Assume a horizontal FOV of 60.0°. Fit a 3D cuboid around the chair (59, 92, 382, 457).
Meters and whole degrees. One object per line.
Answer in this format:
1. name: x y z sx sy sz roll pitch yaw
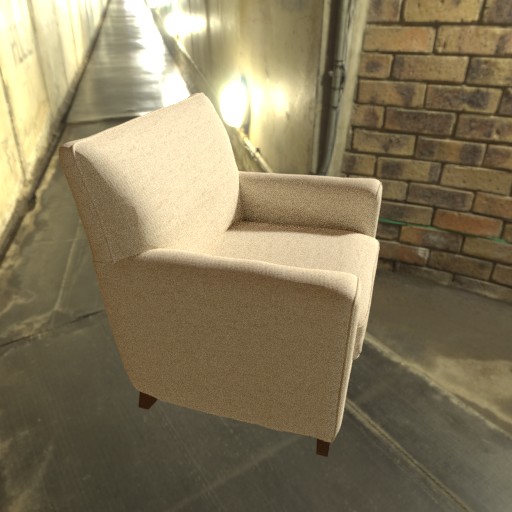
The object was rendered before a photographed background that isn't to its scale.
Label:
1. chair: 0.000 0.000 1.563 0.823 0.943 0.870 9 31 15
